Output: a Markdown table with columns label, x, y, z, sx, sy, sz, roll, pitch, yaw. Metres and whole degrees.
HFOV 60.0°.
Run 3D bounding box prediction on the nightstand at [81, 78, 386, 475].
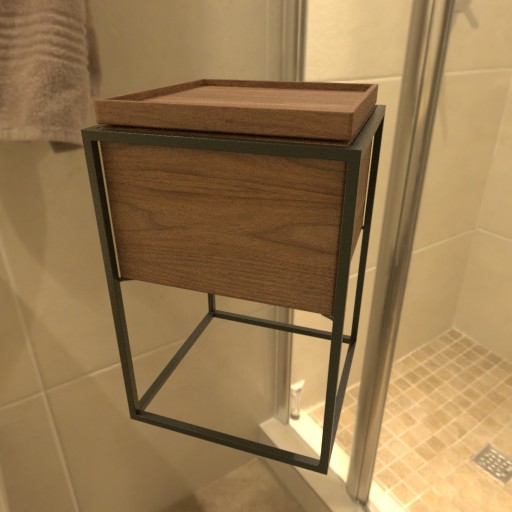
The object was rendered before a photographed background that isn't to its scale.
| label | x | y | z | sx | sy | sz | roll | pitch | yaw |
| --- | --- | --- | --- | --- | --- | --- | --- | --- | --- |
| nightstand | 0.000 | 0.000 | 0.864 | 0.397 | 0.607 | 0.397 | 9 | 28 | 17 |
